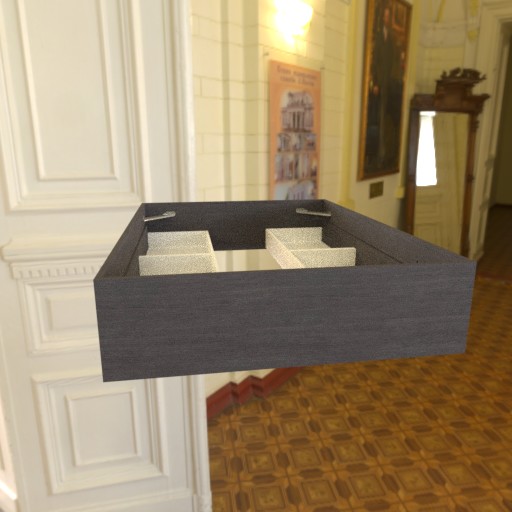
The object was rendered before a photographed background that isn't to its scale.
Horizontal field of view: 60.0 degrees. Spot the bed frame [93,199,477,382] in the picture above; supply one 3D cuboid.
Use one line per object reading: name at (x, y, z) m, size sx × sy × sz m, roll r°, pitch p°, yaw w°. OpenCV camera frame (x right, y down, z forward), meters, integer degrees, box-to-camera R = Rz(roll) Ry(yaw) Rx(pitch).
bed frame at (0.000, 0.000, 2.612) m, size 1.448 × 0.459 × 1.944 m, roll -2°, pitch 15°, yaw -9°
